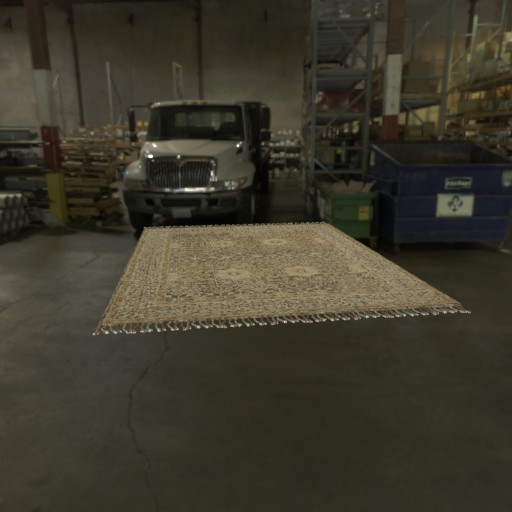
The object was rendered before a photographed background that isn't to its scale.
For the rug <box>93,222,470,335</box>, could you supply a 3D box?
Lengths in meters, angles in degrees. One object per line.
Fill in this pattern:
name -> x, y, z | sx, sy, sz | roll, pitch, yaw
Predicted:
rug -> 0.000, 0.000, 4.340 | 2.431, 0.017, 3.291 | -2, 15, -8
